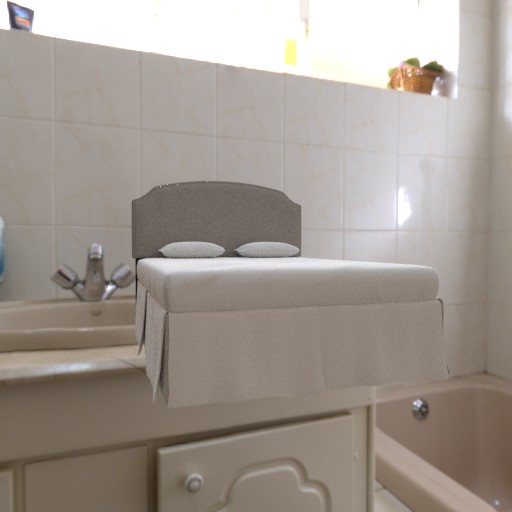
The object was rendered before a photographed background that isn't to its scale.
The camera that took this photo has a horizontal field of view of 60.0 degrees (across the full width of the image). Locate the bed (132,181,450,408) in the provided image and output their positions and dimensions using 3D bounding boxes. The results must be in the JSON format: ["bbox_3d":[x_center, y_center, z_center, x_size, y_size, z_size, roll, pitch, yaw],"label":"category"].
[{"bbox_3d":[0.000,0.000,3.005,1.558,1.270,1.999,0,1,-19],"label":"bed"}]
